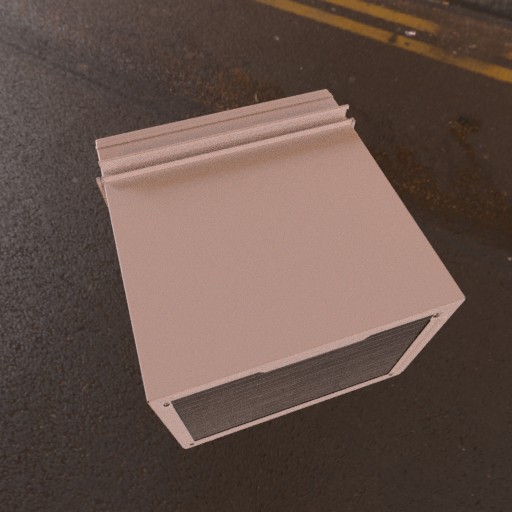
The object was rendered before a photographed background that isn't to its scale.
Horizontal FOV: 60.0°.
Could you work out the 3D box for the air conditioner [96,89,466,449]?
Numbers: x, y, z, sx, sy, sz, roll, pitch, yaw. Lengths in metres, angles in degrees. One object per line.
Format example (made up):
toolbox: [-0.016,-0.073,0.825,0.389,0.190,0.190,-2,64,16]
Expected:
air conditioner: [0.000,0.000,0.897,0.503,0.388,0.546,-16,59,-10]
